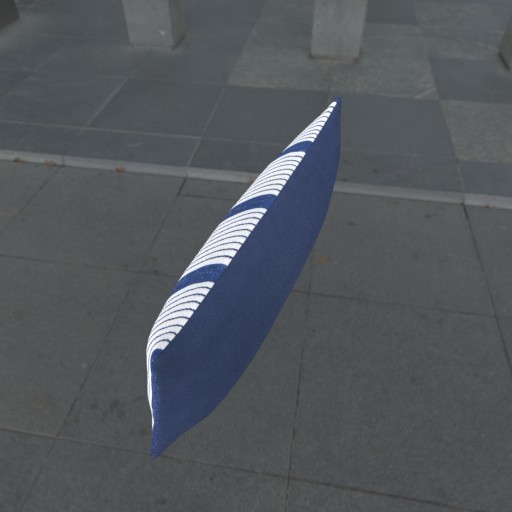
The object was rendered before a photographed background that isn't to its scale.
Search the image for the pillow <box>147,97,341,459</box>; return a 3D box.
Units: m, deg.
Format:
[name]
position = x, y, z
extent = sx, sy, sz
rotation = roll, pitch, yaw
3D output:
[pillow]
position = 0.000, 0.000, 0.720
extent = 0.156, 0.292, 0.608
rotation = 18, 47, 17
